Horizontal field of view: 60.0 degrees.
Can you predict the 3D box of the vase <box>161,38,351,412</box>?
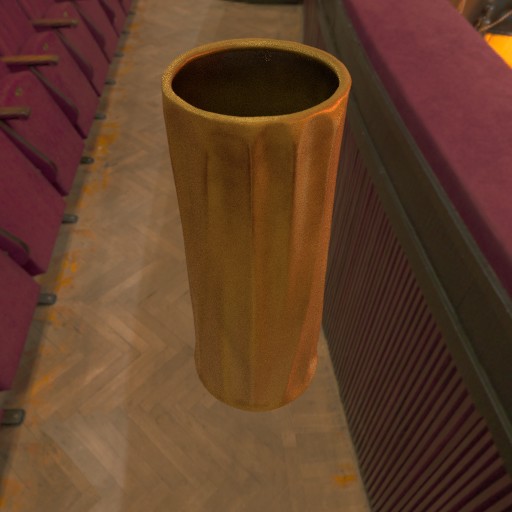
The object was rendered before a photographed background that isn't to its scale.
[{"bbox_3d":[0.000,0.000,0.171,0.061,0.143,0.061,0,46,0],"label":"vase"}]
